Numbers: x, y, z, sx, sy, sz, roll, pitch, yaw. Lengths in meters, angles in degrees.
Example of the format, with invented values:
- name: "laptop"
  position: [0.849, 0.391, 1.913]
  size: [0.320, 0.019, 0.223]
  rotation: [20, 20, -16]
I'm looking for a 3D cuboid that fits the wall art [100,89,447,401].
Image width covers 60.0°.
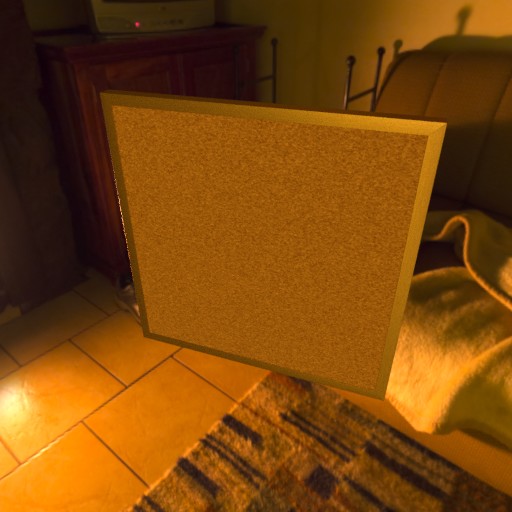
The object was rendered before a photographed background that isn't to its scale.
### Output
- name: "wall art"
  position: [0.000, 0.000, 1.149]
  size: [0.767, 0.765, 0.036]
  rotation: [11, 34, 17]
